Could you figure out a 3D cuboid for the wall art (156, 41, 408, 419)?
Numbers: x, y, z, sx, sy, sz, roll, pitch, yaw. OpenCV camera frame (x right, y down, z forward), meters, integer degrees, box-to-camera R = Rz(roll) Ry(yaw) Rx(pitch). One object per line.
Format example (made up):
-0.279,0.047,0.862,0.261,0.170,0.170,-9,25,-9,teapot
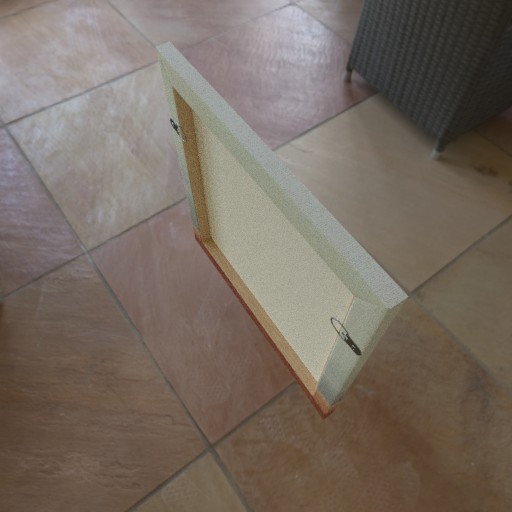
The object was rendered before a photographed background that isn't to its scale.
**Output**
0.000,0.000,0.607,0.023,0.405,0.405,-29,63,-17,wall art
